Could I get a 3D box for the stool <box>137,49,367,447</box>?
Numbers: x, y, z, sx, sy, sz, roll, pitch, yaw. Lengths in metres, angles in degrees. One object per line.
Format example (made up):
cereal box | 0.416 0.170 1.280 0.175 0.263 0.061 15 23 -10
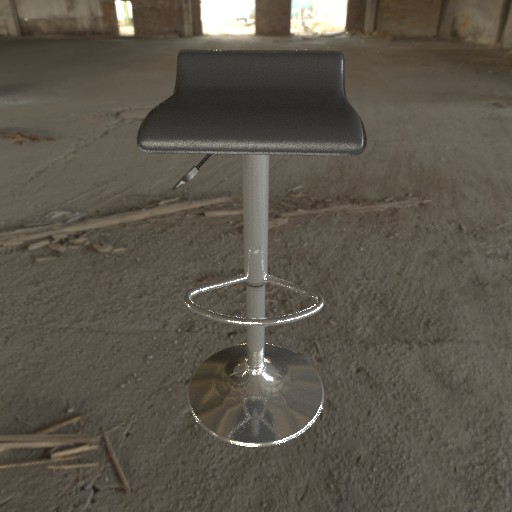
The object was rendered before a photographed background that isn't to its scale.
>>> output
stool | 0.000 0.000 1.038 0.381 0.851 0.381 2 29 3
